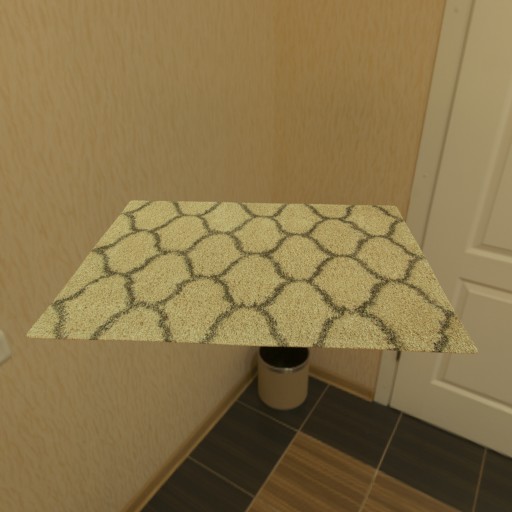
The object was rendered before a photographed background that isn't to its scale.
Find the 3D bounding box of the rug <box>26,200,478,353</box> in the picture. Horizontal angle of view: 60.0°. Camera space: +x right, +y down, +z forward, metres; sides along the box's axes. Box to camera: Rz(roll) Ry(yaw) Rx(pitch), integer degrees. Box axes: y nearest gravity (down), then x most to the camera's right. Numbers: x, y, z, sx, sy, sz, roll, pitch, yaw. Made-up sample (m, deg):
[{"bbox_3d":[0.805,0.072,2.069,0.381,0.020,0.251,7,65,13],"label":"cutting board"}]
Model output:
[{"bbox_3d":[0.000,0.000,3.960,3.000,0.026,2.399,1,30,3],"label":"rug"}]
